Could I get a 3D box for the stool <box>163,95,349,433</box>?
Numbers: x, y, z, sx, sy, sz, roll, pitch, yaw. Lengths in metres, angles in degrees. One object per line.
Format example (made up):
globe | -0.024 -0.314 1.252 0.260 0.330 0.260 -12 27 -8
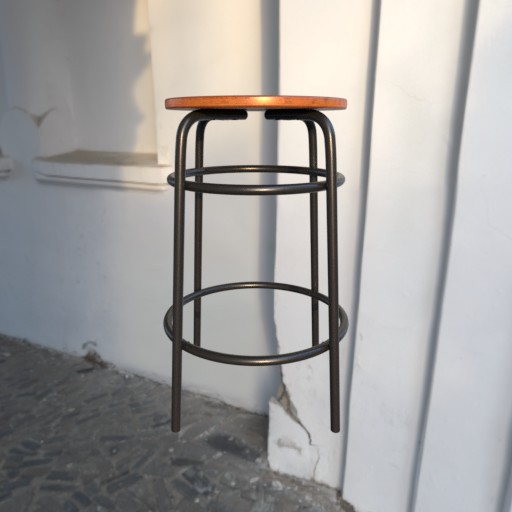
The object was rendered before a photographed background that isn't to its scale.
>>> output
stool | 0.000 0.000 0.917 0.455 0.610 0.455 -16 23 -42
